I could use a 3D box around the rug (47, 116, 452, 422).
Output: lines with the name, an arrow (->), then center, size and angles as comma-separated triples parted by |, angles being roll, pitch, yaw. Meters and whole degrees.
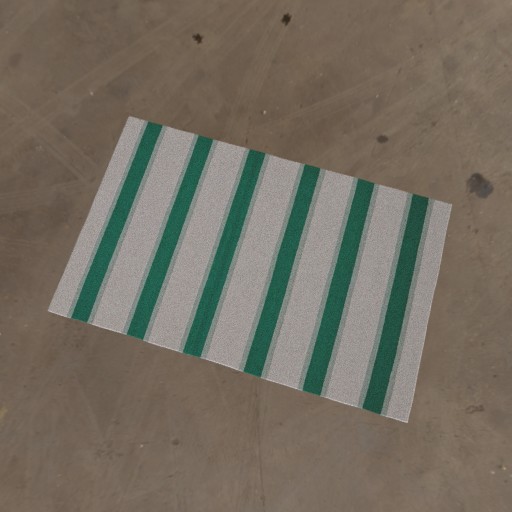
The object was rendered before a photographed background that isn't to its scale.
rug -> 0.000, 0.000, 3.032 | 2.436, 0.015, 1.521 | 16, 76, 4
